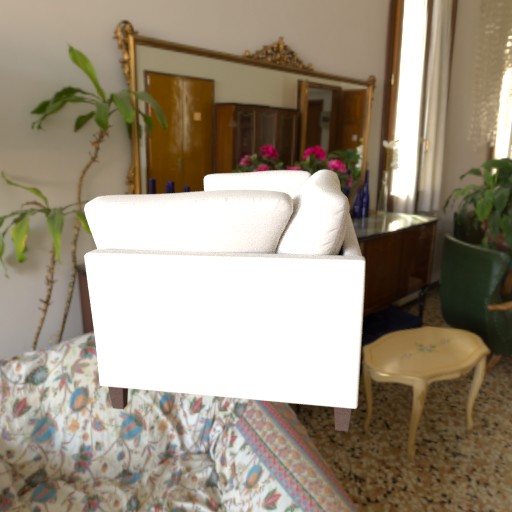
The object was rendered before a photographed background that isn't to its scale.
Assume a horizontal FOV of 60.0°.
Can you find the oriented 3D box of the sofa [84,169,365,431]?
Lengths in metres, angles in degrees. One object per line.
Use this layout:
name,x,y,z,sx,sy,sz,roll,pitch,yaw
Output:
sofa,0.000,0.000,2.307,0.970,0.836,1.776,2,13,9
